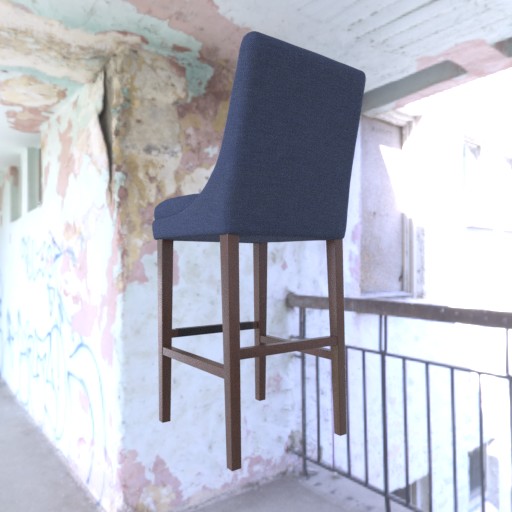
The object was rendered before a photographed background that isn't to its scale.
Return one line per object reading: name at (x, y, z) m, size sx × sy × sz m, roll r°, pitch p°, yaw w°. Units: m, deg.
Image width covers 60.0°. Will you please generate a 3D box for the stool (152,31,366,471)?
stool at (0.000, 0.000, 1.378) m, size 0.470 × 1.078 × 0.577 m, roll 1°, pitch -1°, yaw -36°
